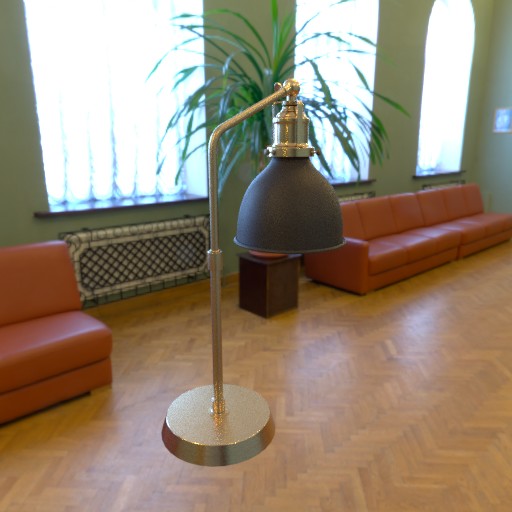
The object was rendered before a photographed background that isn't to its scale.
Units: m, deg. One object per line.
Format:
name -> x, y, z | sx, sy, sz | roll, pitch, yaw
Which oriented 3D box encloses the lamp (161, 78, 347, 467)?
lamp -> 0.000, 0.000, 0.592 | 0.291, 0.456, 0.160 | -13, 19, -42
